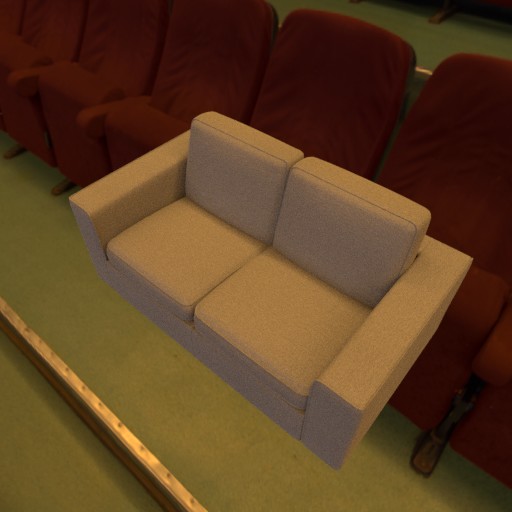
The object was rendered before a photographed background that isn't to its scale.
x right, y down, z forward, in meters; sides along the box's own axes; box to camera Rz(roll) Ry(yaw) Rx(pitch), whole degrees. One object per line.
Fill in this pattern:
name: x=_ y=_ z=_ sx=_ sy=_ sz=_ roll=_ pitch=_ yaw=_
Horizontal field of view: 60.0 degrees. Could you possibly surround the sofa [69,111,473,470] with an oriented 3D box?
sofa: x=0.000 y=0.000 z=2.349 sx=1.812 sy=0.924 sz=1.007 roll=32 pitch=54 yaw=26
